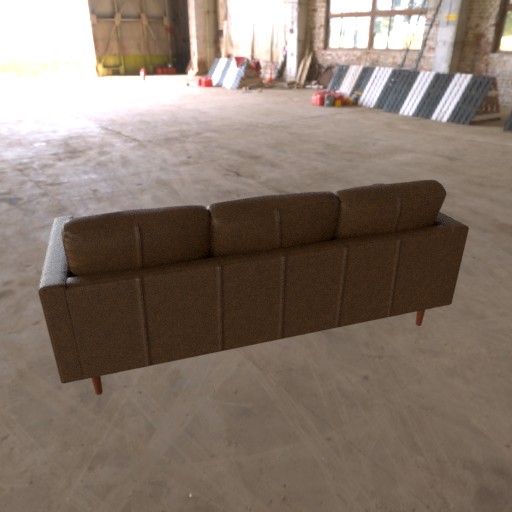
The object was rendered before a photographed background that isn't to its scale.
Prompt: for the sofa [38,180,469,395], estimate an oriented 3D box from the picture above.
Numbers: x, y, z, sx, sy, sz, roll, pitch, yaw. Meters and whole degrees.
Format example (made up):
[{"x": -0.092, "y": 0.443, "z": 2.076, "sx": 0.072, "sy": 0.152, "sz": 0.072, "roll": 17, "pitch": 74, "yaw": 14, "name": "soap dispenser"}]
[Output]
[{"x": 0.000, "y": 0.000, "z": 2.654, "sx": 2.231, "sy": 0.930, "sz": 0.903, "roll": -8, "pitch": 28, "yaw": -16, "name": "sofa"}]
